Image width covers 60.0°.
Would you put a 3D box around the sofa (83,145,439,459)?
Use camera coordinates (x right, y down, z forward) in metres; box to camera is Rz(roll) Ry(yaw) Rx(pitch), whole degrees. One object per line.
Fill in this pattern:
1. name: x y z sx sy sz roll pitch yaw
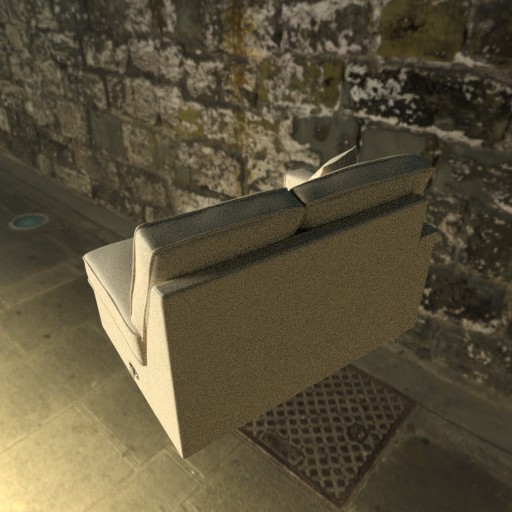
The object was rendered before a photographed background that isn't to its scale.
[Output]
1. sofa: 0.000 0.000 2.107 1.388 0.989 0.991 -20 37 -29
